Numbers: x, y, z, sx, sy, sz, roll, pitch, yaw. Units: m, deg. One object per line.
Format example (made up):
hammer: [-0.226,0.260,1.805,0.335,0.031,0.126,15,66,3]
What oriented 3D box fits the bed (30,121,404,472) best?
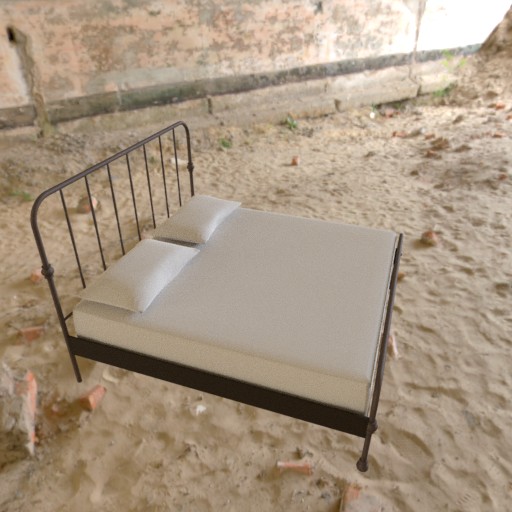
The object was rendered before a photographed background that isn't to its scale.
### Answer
bed: [0.000,0.000,3.387,2.134,1.446,2.044,10,33,17]
